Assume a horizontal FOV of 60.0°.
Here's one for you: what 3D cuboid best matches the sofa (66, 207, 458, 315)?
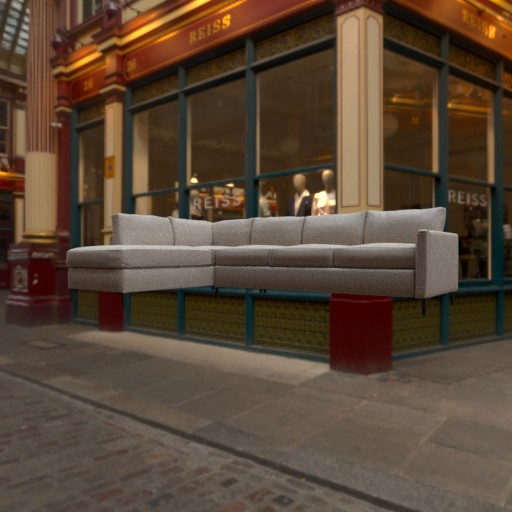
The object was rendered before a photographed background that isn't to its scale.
[{"bbox_3d":[0.000,0.000,3.245,2.423,0.703,1.617,0,0,37],"label":"sofa"}]
